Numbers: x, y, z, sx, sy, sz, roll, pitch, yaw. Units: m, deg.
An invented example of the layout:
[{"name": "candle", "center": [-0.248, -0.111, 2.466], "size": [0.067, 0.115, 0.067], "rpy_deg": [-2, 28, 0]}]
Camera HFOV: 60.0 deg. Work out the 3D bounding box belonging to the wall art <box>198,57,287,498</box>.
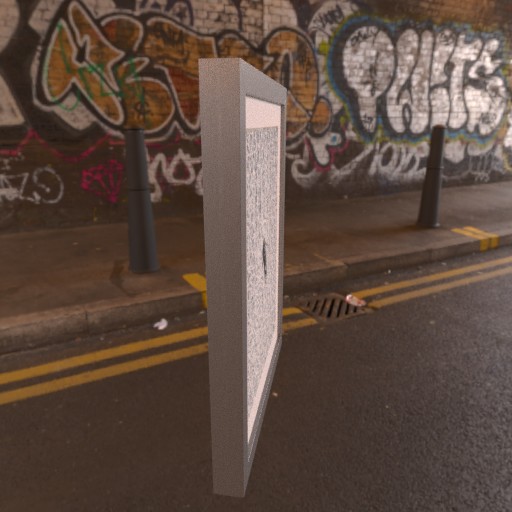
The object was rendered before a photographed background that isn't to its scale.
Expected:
[{"name": "wall art", "center": [0.000, 0.000, 0.507], "size": [0.030, 0.379, 0.308], "rpy_deg": [3, 17, 9]}]
